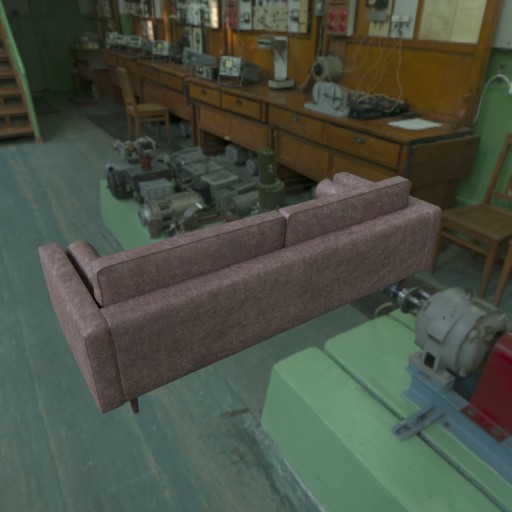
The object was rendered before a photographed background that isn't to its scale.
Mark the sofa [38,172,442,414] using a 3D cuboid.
[{"bbox_3d":[0.000,0.000,2.634,2.210,0.762,0.914,-18,34,-29],"label":"sofa"}]
